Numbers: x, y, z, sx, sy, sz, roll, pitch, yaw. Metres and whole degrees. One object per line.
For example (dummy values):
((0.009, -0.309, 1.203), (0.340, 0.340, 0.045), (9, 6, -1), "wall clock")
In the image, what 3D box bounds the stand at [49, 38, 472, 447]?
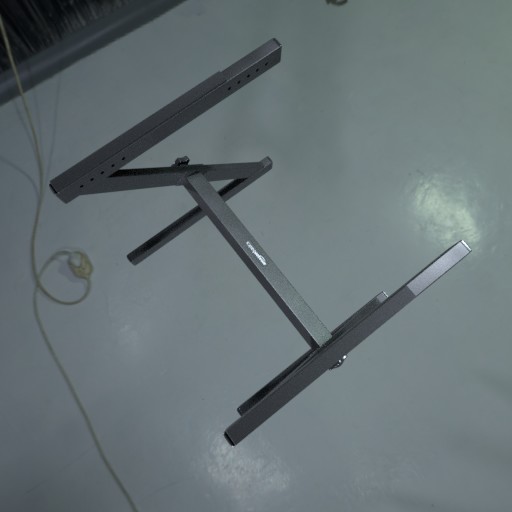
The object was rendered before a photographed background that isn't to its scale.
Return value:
((0.000, 0.000, 1.168), (0.586, 0.617, 0.700), (-37, 78, -9), "stand")
